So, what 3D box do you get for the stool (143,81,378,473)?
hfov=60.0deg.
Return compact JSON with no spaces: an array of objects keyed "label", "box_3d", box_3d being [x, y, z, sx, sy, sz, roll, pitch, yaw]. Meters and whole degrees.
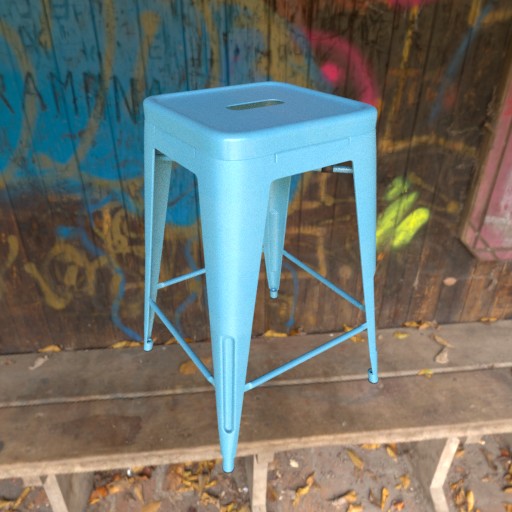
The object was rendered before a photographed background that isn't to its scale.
[{"label":"stool","box_3d":[0.000,0.000,0.904,0.410,0.608,0.410,-19,36,-29]}]
